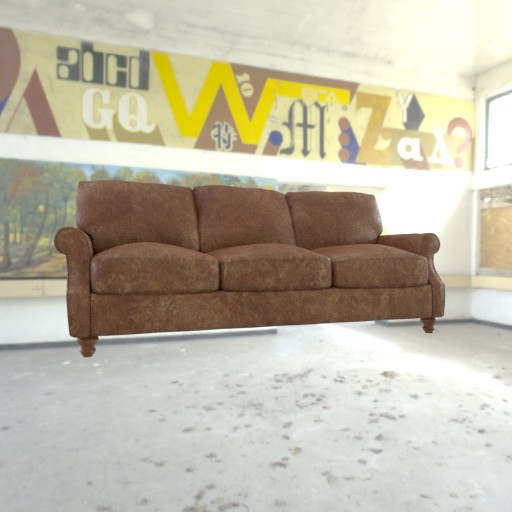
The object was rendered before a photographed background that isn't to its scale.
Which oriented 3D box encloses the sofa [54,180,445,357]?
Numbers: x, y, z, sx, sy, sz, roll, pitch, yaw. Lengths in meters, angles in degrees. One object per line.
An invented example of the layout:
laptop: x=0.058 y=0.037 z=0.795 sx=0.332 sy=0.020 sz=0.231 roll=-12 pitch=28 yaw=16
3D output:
sofa: x=0.000 y=0.000 z=2.871 sx=2.351 sy=0.977 sz=0.973 roll=0 pitch=0 yaw=-18
